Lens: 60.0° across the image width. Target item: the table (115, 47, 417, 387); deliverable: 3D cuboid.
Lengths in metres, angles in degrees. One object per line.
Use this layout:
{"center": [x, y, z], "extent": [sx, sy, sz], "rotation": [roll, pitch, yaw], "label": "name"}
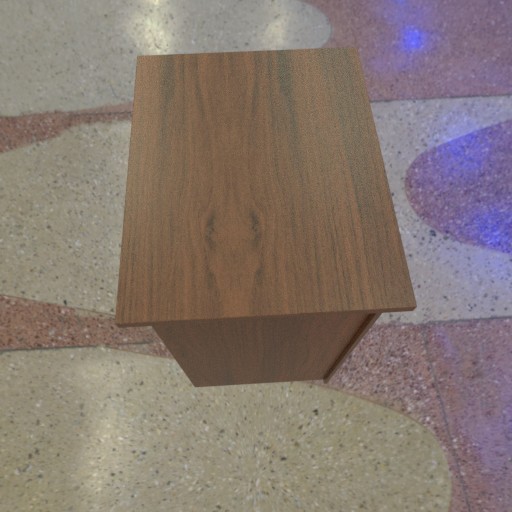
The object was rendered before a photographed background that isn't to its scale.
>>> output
{"center": [0.000, 0.000, 0.947], "extent": [0.381, 0.636, 0.480], "rotation": [-3, 64, -1], "label": "table"}
